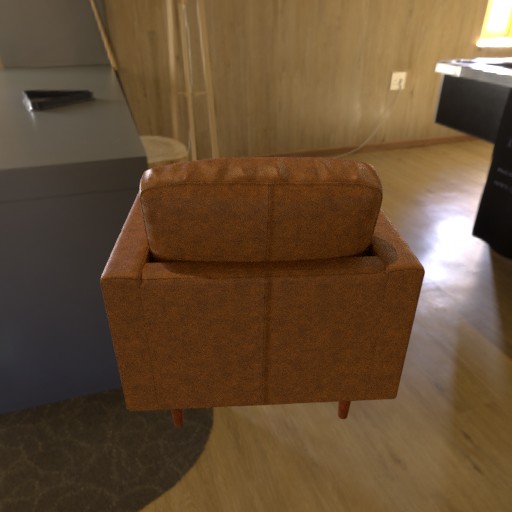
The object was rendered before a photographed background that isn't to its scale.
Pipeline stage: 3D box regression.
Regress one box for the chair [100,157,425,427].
[{"bbox_3d":[0.000,0.000,1.693,0.890,0.956,0.909,-2,30,-3],"label":"chair"}]
